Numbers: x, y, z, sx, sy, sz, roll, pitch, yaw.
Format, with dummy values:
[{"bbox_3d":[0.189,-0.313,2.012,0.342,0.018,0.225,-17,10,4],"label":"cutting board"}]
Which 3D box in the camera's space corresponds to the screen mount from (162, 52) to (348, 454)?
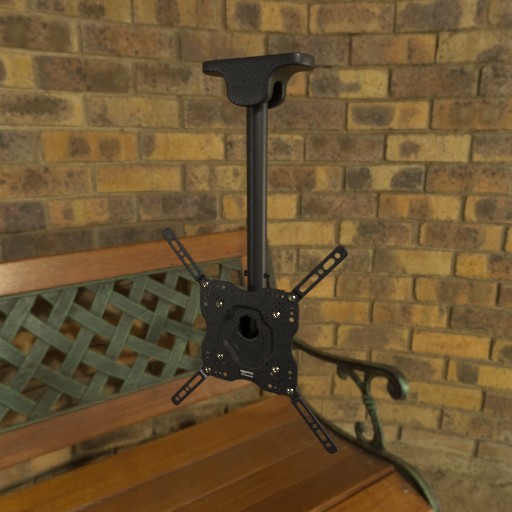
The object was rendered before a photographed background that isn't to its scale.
[{"bbox_3d":[0.000,0.000,0.888,0.393,0.729,0.090,7,16,26],"label":"screen mount"}]
